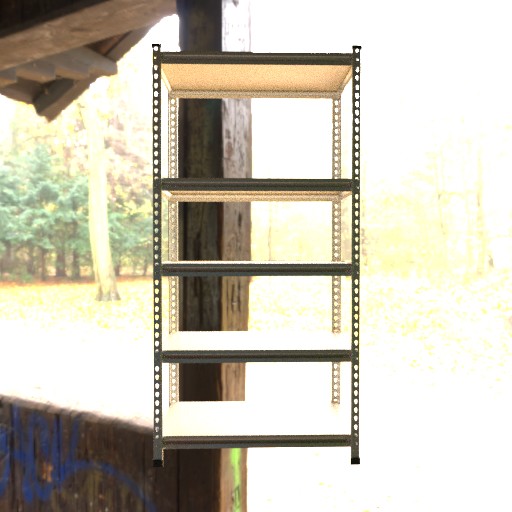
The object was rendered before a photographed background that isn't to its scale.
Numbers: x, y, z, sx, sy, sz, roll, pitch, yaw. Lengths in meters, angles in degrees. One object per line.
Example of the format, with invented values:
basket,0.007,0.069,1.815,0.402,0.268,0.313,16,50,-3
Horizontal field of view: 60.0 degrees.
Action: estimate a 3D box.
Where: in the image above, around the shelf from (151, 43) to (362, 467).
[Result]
shelf,0.000,0.000,2.148,0.914,1.829,0.457,0,1,-1
